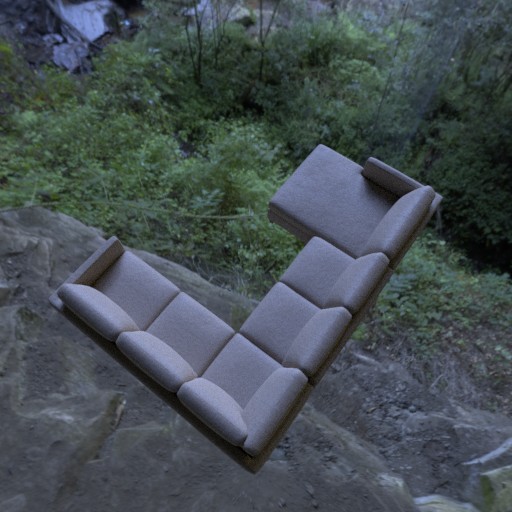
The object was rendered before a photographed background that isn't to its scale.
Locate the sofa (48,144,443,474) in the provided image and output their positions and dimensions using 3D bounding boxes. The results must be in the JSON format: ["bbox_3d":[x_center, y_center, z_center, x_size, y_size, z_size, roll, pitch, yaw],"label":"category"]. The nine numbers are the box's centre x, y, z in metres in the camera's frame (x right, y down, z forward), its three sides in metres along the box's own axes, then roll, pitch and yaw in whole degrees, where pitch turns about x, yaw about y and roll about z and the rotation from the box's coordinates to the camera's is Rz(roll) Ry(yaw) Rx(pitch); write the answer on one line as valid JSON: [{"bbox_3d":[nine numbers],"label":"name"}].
[{"bbox_3d":[0.000,0.000,4.731,2.551,0.889,3.403,34,69,15],"label":"sofa"}]
